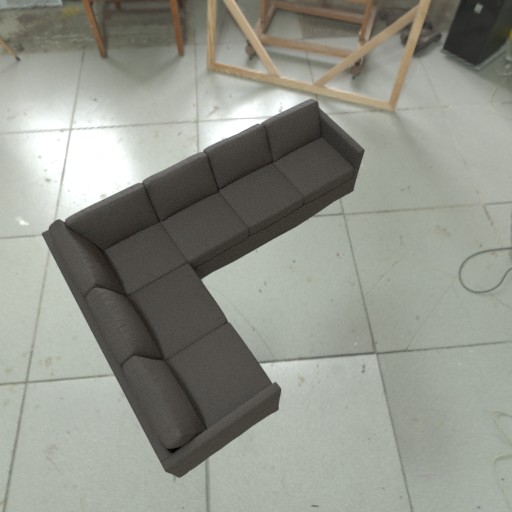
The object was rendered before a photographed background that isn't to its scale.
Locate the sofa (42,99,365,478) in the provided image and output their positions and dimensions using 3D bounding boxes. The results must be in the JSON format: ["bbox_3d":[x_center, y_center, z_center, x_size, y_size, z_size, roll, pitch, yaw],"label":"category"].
[{"bbox_3d":[0.000,0.000,4.250,3.182,0.871,2.432,-31,64,-17],"label":"sofa"}]
